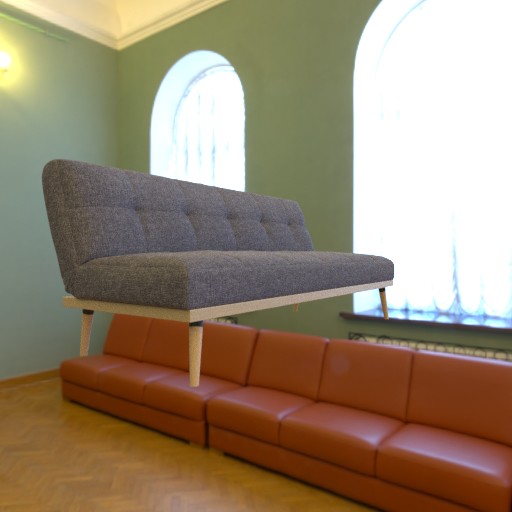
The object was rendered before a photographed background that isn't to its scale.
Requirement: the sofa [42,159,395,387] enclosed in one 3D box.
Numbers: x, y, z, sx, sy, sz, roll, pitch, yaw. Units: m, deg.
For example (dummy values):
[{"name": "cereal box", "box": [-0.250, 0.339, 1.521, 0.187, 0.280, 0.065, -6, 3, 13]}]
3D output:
[{"name": "sofa", "box": [0.000, 0.000, 2.229, 0.820, 0.770, 1.820, 0, 1, 36]}]
